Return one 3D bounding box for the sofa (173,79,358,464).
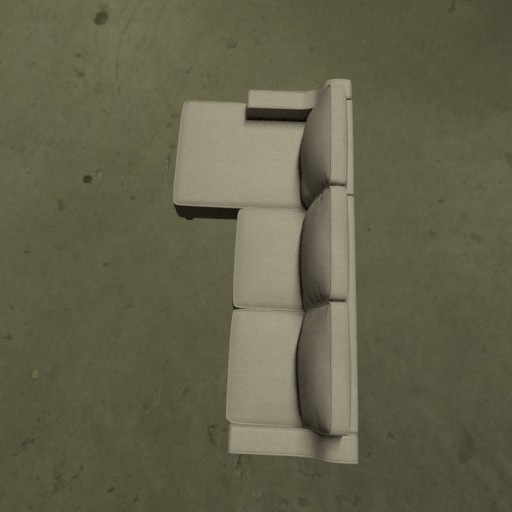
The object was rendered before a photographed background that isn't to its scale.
[{"bbox_3d":[0.000,0.000,3.134,1.294,0.928,2.561,2,74,1],"label":"sofa"}]
